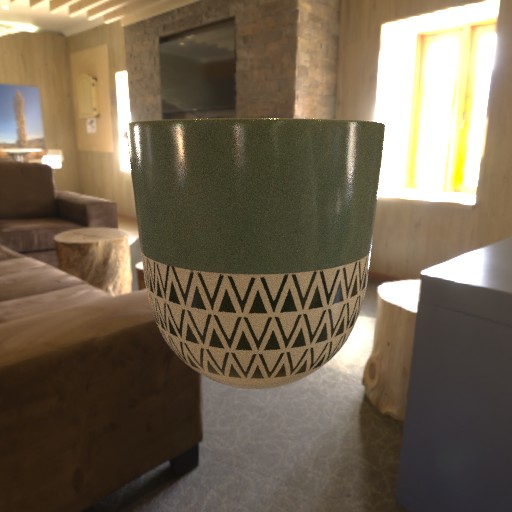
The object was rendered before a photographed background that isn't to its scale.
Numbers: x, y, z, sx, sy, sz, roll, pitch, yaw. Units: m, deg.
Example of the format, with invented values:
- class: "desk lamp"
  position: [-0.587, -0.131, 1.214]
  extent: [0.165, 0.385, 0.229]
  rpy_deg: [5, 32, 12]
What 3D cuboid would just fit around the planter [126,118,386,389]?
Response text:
- class: "planter"
  position: [0.000, 0.000, 0.377]
  extent: [0.198, 0.214, 0.198]
  rpy_deg: [0, 14, 0]
